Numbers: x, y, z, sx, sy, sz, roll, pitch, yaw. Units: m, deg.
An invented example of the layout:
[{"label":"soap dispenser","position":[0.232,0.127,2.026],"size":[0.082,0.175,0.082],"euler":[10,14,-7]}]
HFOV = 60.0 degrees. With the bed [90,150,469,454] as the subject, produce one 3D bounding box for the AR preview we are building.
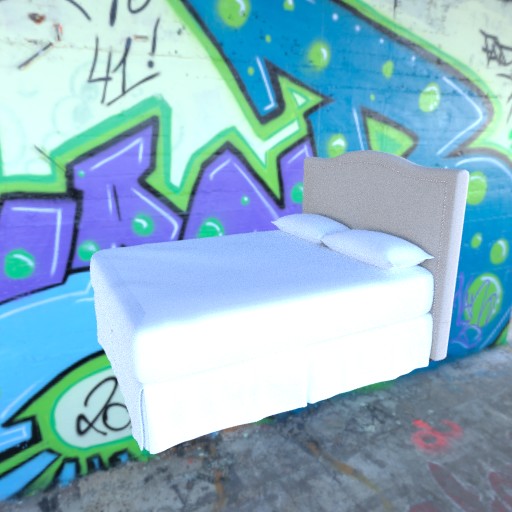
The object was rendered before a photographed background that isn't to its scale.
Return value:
[{"label":"bed","position":[0.000,0.000,3.078],"size":[2.052,1.398,1.678],"euler":[-8,17,-26]}]
